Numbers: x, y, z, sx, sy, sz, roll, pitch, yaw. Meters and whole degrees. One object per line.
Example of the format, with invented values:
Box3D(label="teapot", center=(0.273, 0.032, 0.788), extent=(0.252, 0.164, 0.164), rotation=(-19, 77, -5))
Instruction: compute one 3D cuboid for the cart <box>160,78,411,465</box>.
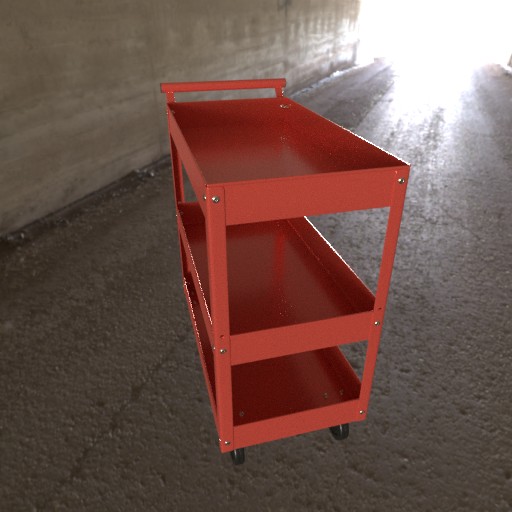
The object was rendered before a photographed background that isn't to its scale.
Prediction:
Box3D(label="cart", center=(0.000, 0.000, 1.174), extent=(0.366, 0.780, 0.719), rotation=(-8, 30, -13))
